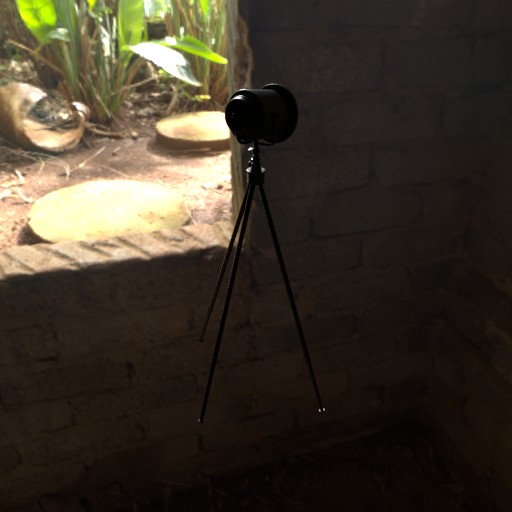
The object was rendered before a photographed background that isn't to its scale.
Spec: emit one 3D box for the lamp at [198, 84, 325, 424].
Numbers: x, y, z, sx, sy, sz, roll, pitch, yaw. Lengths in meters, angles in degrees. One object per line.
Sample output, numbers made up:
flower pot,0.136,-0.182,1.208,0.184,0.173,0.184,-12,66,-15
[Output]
lamp,0.000,0.000,2.089,0.879,1.504,0.884,22,37,33
